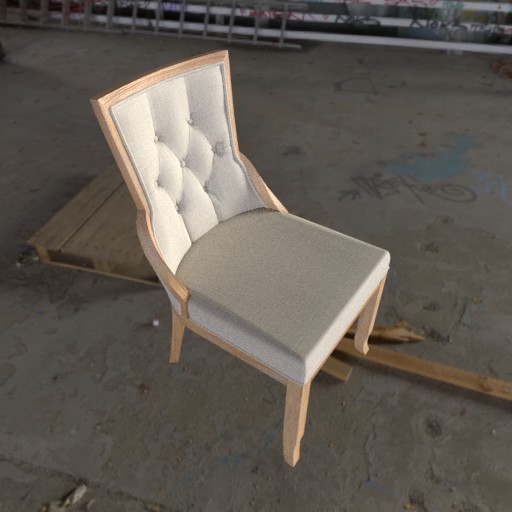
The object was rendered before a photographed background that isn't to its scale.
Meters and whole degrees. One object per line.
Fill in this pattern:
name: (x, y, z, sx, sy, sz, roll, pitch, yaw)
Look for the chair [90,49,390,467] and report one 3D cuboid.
chair: (0.000, 0.000, 1.293, 0.641, 0.947, 0.524, 25, 46, 26)
